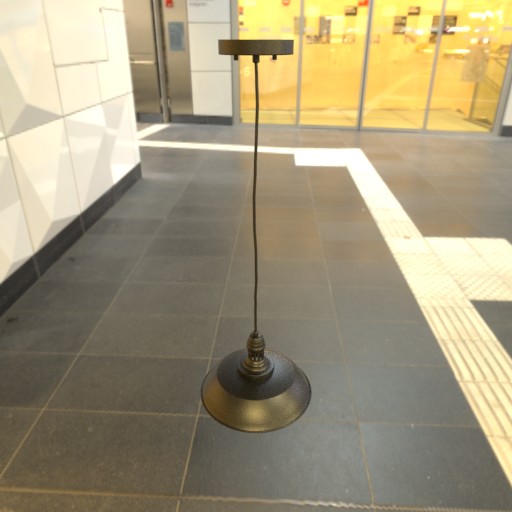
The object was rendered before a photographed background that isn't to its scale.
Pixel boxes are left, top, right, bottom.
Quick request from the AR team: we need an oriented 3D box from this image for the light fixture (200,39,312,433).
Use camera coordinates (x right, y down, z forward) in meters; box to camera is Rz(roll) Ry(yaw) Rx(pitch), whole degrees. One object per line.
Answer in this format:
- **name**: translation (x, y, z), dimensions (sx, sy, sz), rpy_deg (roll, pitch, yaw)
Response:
- **light fixture**: translation (0.000, 0.000, 1.132), dimensions (0.331, 0.993, 0.331), rpy_deg (-7, 27, -15)
